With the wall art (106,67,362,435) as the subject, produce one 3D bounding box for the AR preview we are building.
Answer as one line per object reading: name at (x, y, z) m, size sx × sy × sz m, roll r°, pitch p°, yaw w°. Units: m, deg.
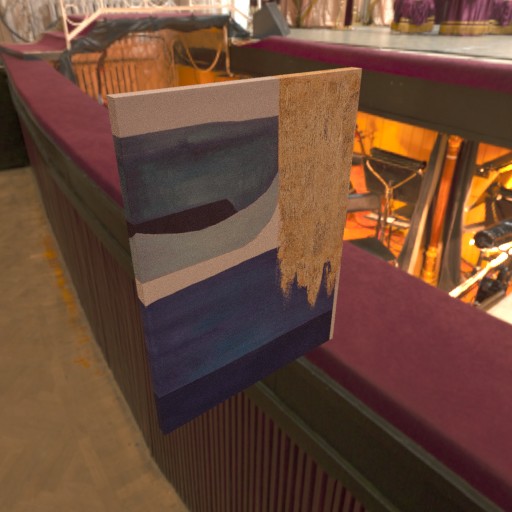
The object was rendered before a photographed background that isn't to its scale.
wall art at (0.000, 0.000, 0.821) m, size 0.458 × 0.613 × 0.026 m, roll -21°, pitch 36°, yaw -33°
